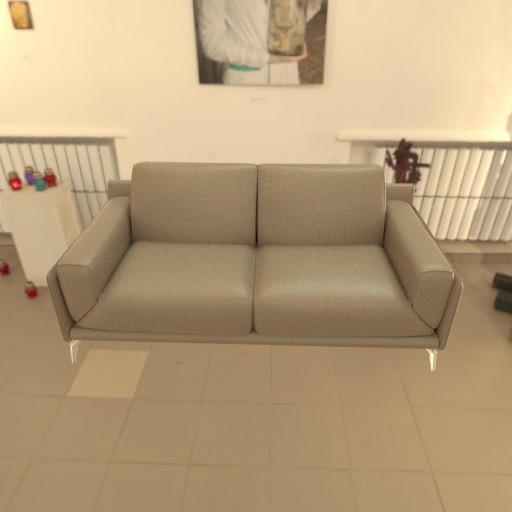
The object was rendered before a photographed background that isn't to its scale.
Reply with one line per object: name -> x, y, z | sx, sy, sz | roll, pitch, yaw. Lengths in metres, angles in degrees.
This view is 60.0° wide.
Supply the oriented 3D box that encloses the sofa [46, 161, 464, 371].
sofa -> 0.000, 0.000, 2.640 | 2.101, 0.930, 1.049 | 1, 31, 2
